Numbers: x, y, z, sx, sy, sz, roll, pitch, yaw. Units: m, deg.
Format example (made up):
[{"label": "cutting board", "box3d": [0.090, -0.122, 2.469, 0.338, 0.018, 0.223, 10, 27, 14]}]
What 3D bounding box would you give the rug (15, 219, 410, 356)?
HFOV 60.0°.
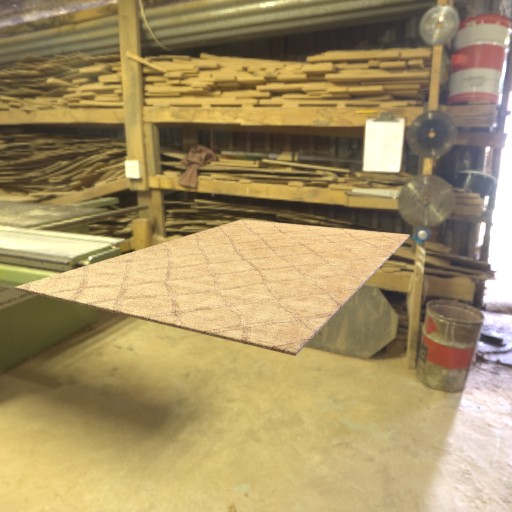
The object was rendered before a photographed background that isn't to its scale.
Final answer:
[{"label": "rug", "box3d": [0.000, 0.000, 2.855, 1.528, 0.014, 2.292, 7, 16, 27]}]
